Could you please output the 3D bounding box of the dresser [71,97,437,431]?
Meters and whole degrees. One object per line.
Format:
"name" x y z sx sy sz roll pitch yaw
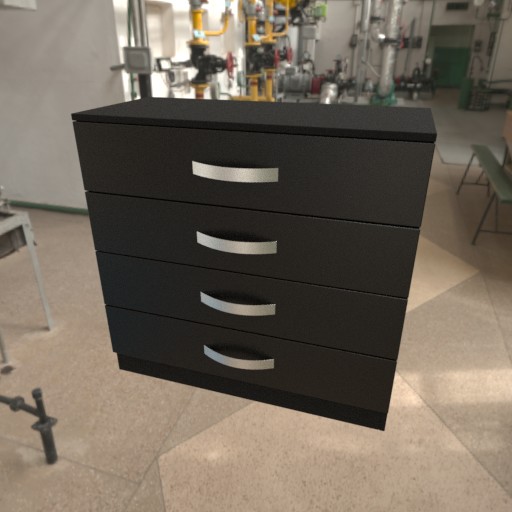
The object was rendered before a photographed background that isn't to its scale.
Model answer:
"dresser" 0.000 0.000 1.150 0.750 0.720 0.360 8 27 16
